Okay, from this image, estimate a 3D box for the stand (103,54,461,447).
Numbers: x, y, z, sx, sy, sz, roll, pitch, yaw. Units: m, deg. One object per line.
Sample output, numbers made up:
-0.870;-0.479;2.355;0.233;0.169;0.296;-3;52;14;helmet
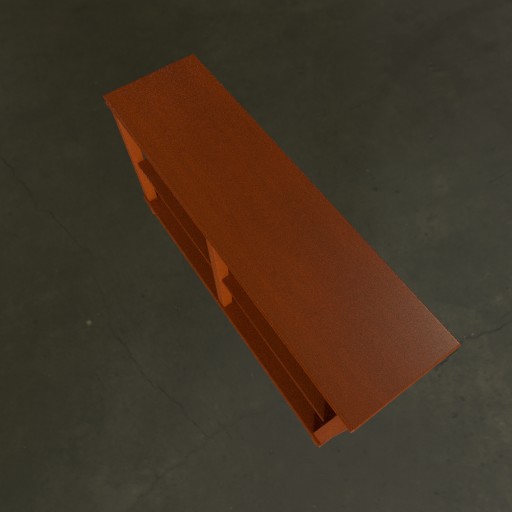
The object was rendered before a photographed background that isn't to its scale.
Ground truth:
0.000;0.000;1.726;0.381;0.762;1.372;-32;68;-15;stand
